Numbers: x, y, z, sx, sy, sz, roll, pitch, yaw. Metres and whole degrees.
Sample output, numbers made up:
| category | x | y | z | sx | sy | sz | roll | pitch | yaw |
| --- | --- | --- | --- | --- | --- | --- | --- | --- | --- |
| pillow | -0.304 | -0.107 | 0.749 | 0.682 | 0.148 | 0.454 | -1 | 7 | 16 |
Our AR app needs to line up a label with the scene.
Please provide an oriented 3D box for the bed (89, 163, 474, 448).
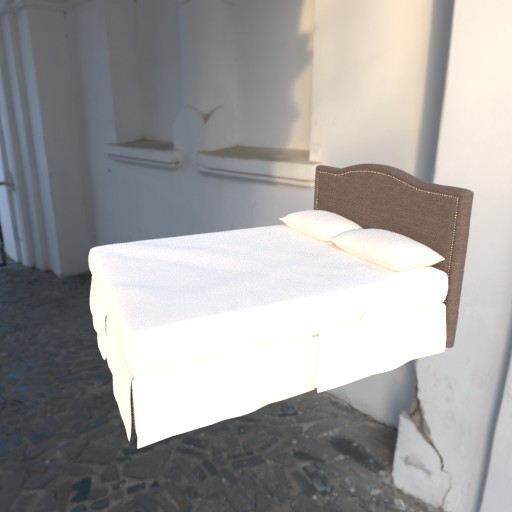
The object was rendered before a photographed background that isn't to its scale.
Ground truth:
| category | x | y | z | sx | sy | sz | roll | pitch | yaw |
| --- | --- | --- | --- | --- | --- | --- | --- | --- | --- |
| bed | 0.000 | 0.000 | 3.853 | 2.689 | 1.457 | 2.161 | -8 | 19 | -25 |
